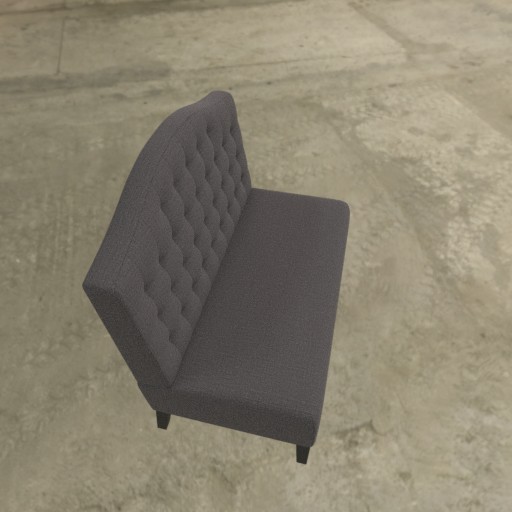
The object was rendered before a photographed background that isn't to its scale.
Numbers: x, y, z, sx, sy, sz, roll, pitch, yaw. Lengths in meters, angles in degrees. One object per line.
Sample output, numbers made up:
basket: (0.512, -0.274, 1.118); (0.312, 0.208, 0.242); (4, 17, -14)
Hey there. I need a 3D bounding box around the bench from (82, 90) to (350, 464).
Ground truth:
bench: (0.000, 0.000, 2.044); (0.815, 1.180, 1.335); (10, 47, 9)
